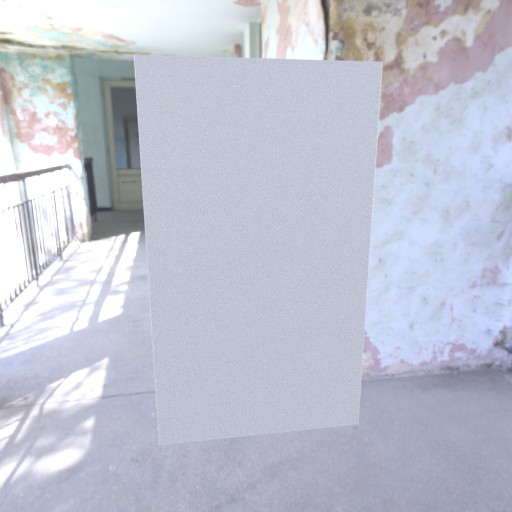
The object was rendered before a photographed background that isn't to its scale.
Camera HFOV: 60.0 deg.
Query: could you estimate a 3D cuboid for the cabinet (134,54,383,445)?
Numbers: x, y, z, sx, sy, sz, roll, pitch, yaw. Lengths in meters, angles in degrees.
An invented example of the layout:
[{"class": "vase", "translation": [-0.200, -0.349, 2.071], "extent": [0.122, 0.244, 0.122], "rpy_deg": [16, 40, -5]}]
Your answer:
[{"class": "cabinet", "translation": [0.000, 0.000, 2.695], "extent": [1.250, 2.160, 0.480], "rpy_deg": [-2, 15, -9]}]
